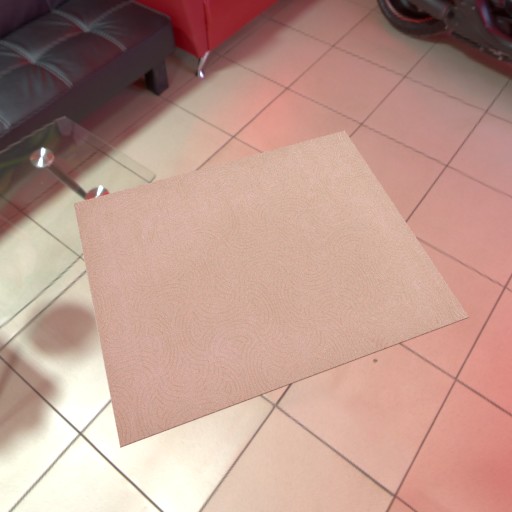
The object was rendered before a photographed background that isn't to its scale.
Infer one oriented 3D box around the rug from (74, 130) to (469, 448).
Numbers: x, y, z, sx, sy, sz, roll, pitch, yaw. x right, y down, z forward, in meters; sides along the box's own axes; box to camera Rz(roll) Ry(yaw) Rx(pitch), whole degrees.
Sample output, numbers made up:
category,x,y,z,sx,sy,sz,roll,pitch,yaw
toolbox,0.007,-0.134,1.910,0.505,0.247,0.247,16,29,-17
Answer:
category,x,y,z,sx,sy,sz,roll,pitch,yaw
rug,0.000,0.000,3.533,2.584,0.011,2.073,-17,60,-10
